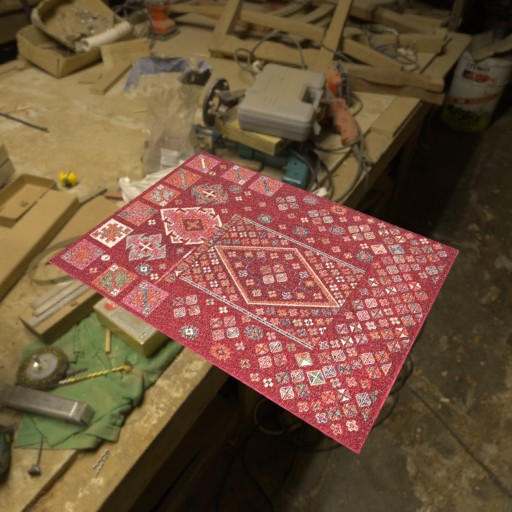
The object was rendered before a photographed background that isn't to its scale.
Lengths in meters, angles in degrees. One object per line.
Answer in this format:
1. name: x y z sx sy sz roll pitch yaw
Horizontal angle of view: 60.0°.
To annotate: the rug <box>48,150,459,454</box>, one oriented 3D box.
1. rug: 0.000 0.000 2.900 2.184 0.007 1.579 26 51 23
